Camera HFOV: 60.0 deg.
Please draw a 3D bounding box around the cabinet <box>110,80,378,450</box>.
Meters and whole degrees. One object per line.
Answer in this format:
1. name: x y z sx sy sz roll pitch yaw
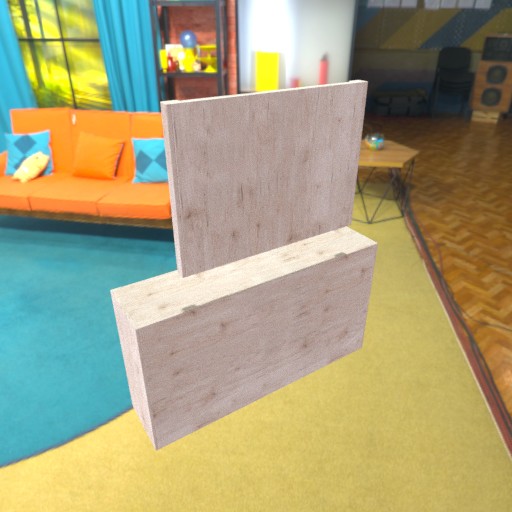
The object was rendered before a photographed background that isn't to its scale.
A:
1. cabinet: 0.000 0.000 2.728 1.700 1.981 0.420 -18 34 -28
